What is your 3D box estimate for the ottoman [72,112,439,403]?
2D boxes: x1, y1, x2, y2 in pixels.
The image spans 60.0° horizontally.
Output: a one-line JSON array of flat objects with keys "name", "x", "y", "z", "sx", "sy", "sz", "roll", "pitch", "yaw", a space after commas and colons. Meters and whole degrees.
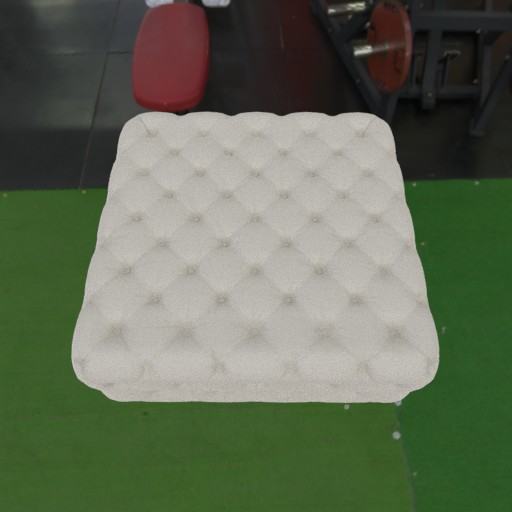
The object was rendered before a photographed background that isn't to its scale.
[{"name": "ottoman", "x": 0.000, "y": 0.000, "z": 1.186, "sx": 0.753, "sy": 0.376, "sz": 0.755, "roll": 0, "pitch": 58, "yaw": 0}]
